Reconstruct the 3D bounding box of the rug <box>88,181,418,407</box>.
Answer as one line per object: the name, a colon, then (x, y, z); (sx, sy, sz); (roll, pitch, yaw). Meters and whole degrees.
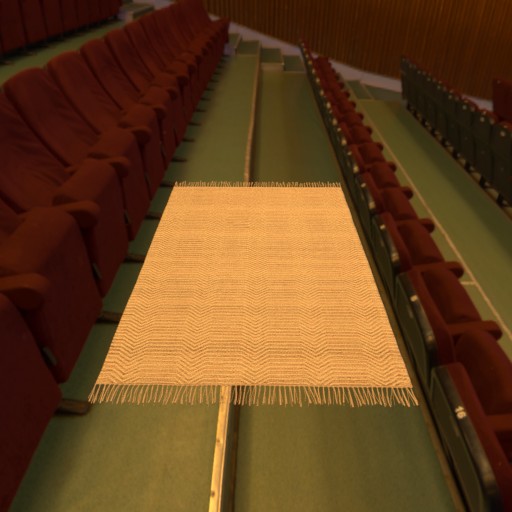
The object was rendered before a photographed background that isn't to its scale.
rug: (0.000, 0.000, 2.468); (1.224, 0.027, 2.021); (0, 33, 1)
